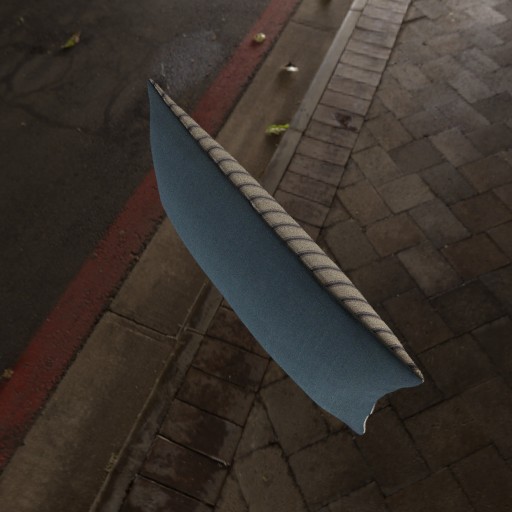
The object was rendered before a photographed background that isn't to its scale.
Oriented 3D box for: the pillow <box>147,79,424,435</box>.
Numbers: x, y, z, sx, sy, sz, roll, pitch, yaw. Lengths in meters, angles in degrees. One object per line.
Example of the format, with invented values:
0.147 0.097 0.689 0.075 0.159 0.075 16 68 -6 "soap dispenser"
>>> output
0.000 0.000 0.724 0.151 0.305 0.609 -32 63 -18 "pillow"
